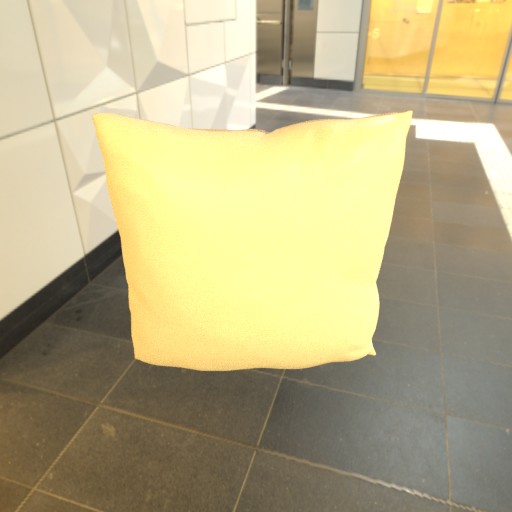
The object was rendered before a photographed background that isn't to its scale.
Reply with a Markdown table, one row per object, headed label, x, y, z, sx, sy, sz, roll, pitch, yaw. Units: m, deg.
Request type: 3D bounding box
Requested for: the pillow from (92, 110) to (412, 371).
| label | x | y | z | sx | sy | sz | roll | pitch | yaw |
| --- | --- | --- | --- | --- | --- | --- | --- | --- | --- |
| pillow | 0.000 | 0.000 | 0.709 | 0.450 | 0.448 | 0.245 | -1 | 30 | -2 |
